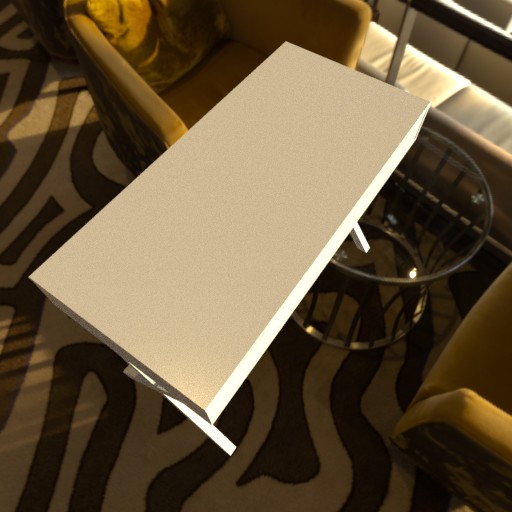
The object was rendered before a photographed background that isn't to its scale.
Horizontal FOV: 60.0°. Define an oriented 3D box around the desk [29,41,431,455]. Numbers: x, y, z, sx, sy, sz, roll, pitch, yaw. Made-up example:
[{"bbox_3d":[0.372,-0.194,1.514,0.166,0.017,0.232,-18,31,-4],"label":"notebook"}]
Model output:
[{"bbox_3d":[0.000,0.000,1.475,0.509,0.780,1.059,31,64,17],"label":"desk"}]
